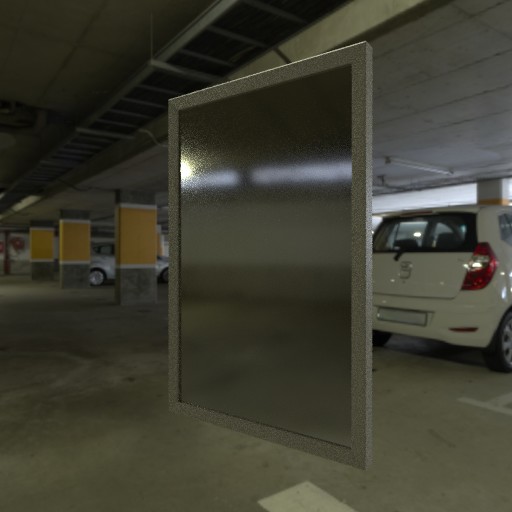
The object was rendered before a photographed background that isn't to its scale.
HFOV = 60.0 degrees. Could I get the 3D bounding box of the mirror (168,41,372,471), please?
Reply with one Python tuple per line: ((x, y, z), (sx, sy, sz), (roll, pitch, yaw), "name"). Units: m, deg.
((0.000, 0.000, 1.139), (0.609, 0.914, 0.041), (0, 0, 36), "mirror")
